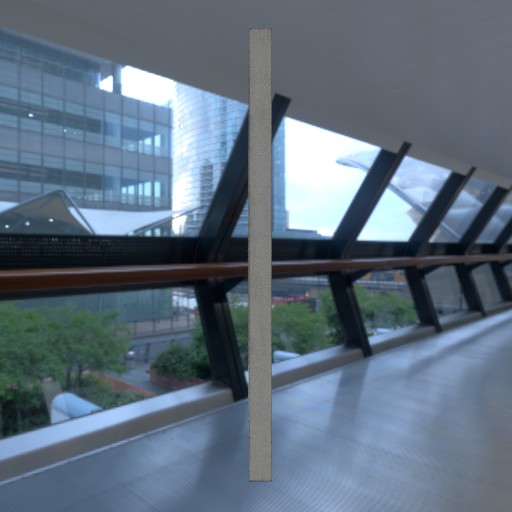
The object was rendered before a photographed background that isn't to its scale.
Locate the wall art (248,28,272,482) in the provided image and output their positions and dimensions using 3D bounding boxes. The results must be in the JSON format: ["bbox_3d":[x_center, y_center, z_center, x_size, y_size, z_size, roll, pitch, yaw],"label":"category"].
[{"bbox_3d":[0.000,0.000,1.126,0.038,0.762,0.762,0,-1,-1],"label":"wall art"}]
